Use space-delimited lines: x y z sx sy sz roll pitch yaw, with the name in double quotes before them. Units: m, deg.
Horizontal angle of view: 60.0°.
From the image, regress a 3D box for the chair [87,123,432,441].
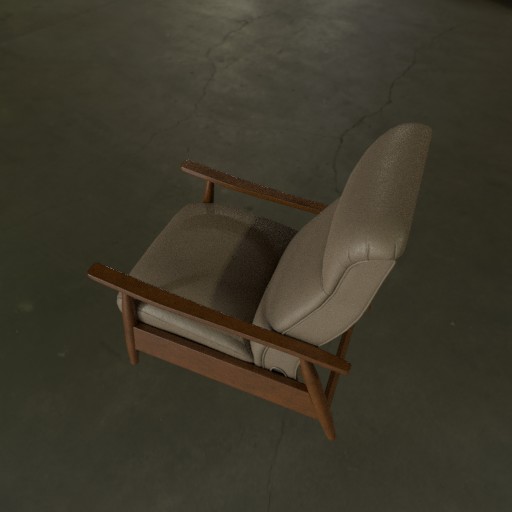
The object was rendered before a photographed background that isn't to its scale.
"chair" 0.000 0.000 1.759 1.014 1.082 0.762 16 49 15
